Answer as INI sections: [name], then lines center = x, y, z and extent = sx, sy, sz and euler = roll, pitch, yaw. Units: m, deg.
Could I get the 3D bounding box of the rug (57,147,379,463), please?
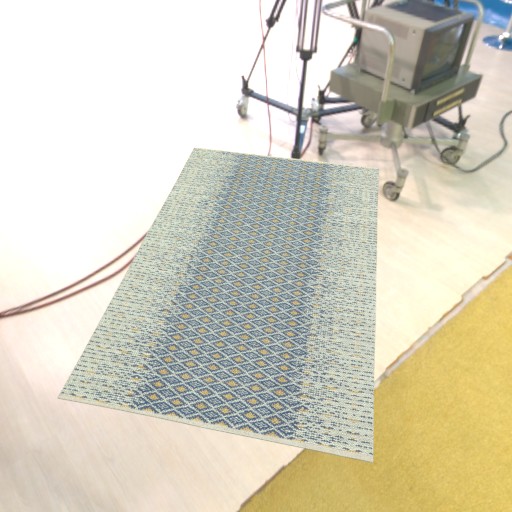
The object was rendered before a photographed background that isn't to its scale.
[rug]
center = 0.000, 0.000, 2.275
extent = 1.219, 0.005, 1.828
euler = 8, 47, 8
